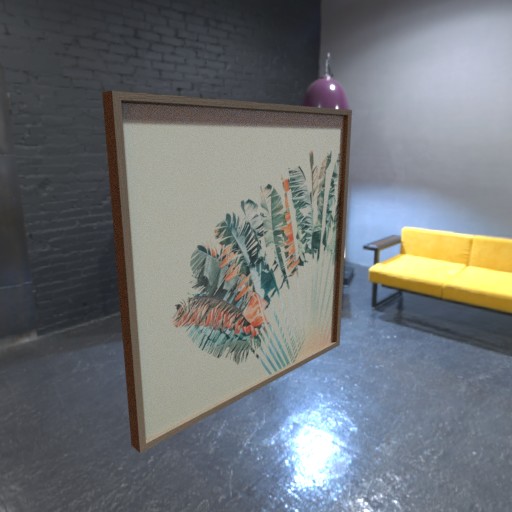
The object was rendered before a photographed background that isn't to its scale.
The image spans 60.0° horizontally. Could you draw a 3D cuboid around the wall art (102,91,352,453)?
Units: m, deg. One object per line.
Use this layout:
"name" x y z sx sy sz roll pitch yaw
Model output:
"wall art" 0.000 0.000 1.160 0.761 0.758 0.038 -14 20 -43
